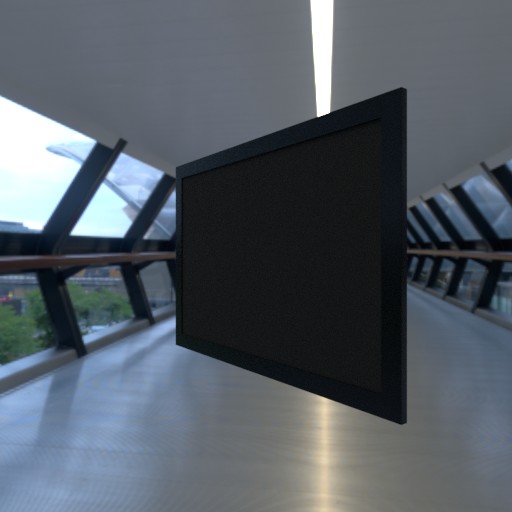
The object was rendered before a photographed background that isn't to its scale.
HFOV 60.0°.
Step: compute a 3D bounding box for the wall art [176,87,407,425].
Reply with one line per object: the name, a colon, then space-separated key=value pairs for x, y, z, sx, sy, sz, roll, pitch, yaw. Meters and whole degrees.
wall art: x=0.000 y=0.000 z=0.854 sx=0.013 sy=0.447 sz=0.660 roll=0 pitch=0 yaw=-37
